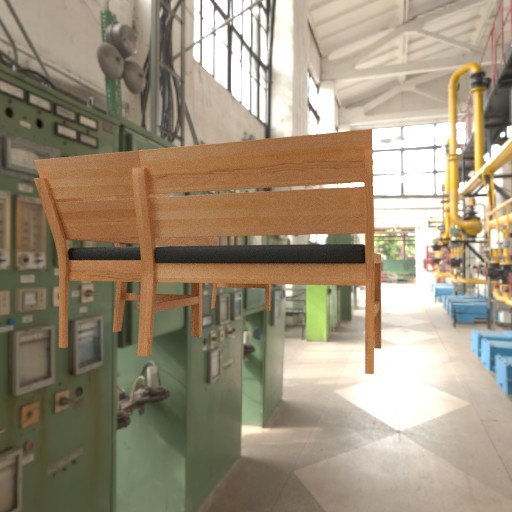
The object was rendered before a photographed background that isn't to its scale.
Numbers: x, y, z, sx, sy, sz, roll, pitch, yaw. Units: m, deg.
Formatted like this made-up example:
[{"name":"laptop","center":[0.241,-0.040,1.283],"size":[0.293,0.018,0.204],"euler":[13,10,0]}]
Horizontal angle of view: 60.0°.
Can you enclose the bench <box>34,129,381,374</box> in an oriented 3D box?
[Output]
[{"name":"bench","center":[0.000,0.000,2.755],"size":[1.548,0.890,1.948],"euler":[0,-1,19]}]
